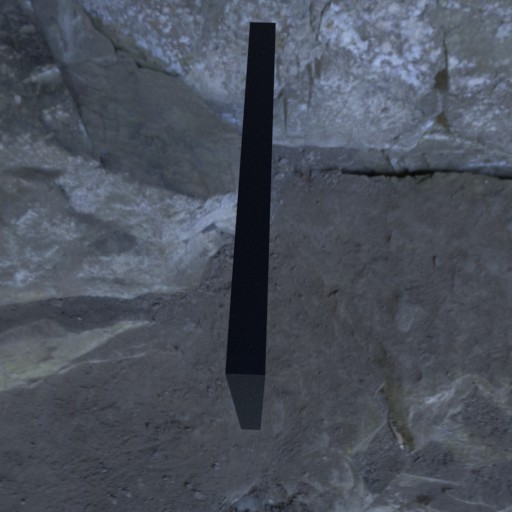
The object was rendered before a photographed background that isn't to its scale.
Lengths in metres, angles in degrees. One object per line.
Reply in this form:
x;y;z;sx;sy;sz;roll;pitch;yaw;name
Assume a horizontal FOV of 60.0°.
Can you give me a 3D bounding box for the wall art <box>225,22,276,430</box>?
0.000;0.000;0.759;0.038;0.508;0.508;2;63;1;wall art
